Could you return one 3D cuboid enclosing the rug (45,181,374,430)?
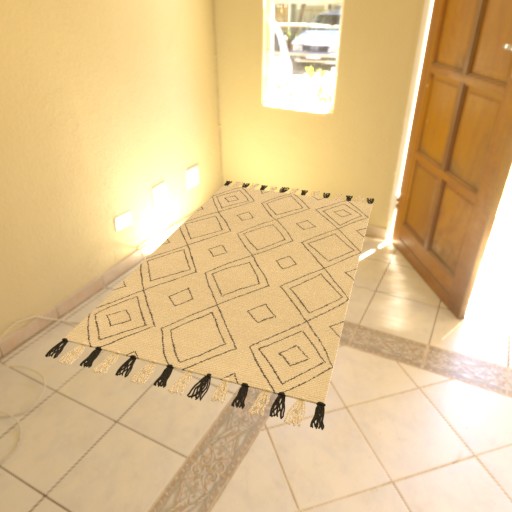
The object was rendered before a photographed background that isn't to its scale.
[{"bbox_3d":[0.000,0.000,3.300,1.524,0.021,2.755,10,32,15],"label":"rug"}]
